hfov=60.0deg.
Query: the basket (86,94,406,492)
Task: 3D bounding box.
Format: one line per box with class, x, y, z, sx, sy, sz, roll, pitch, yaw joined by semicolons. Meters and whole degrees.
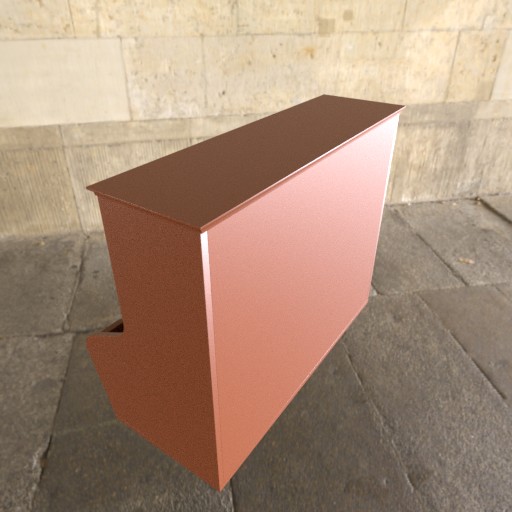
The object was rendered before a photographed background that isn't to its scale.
basket;0.000;0.000;1.103;0.376;0.625;0.792;20;37;29
